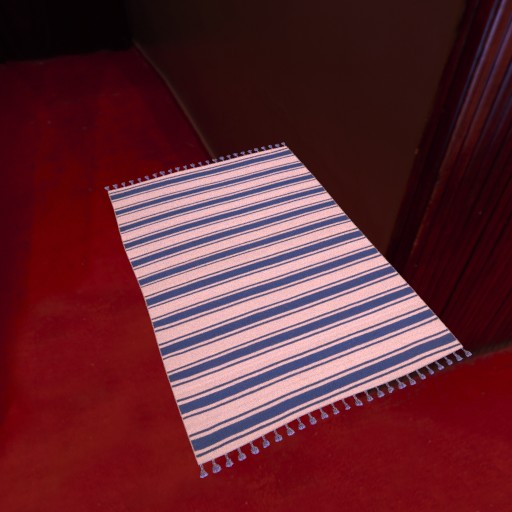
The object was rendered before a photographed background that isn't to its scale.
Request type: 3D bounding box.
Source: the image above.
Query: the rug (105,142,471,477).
[{"bbox_3d":[0.000,0.000,2.901,1.544,0.010,2.315,-18,49,-16],"label":"rug"}]
